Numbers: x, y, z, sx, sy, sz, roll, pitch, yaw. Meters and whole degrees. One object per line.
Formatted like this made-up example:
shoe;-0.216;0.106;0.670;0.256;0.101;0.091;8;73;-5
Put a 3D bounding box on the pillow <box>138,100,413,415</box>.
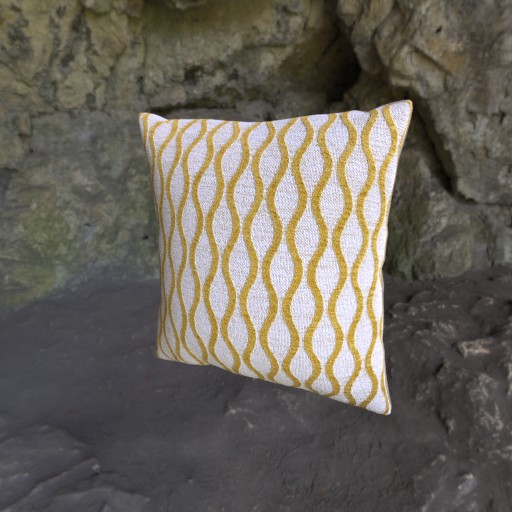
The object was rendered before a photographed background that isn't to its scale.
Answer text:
pillow;0.000;0.000;0.676;0.429;0.436;0.159;7;16;24
